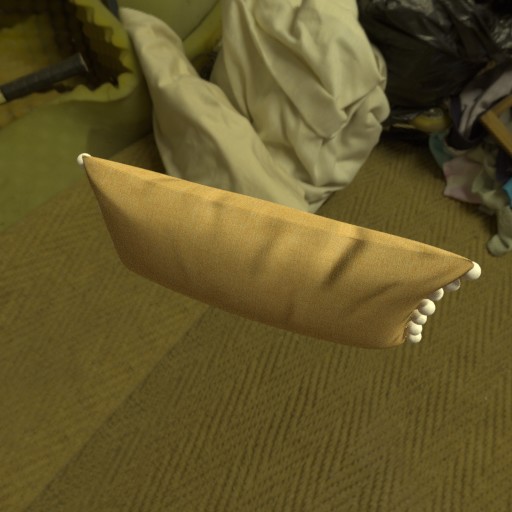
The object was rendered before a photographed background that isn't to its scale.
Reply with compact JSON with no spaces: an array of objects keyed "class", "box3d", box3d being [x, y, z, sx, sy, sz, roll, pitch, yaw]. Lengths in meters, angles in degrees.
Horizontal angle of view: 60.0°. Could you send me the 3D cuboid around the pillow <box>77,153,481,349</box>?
[{"class":"pillow","box3d":[0.000,0.000,0.827,0.709,0.322,0.201,17,59,11]}]
